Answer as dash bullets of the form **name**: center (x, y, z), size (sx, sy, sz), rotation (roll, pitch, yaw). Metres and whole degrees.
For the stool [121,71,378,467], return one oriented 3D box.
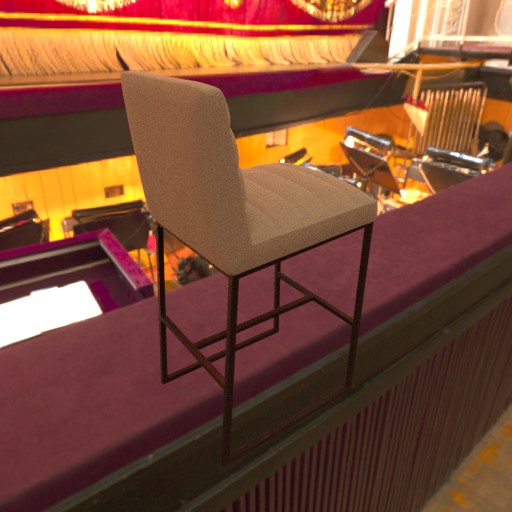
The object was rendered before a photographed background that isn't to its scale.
- **stool**: center (0.000, 0.000, 1.367), size (0.573, 1.061, 0.464), rotation (-18, 33, -31)
